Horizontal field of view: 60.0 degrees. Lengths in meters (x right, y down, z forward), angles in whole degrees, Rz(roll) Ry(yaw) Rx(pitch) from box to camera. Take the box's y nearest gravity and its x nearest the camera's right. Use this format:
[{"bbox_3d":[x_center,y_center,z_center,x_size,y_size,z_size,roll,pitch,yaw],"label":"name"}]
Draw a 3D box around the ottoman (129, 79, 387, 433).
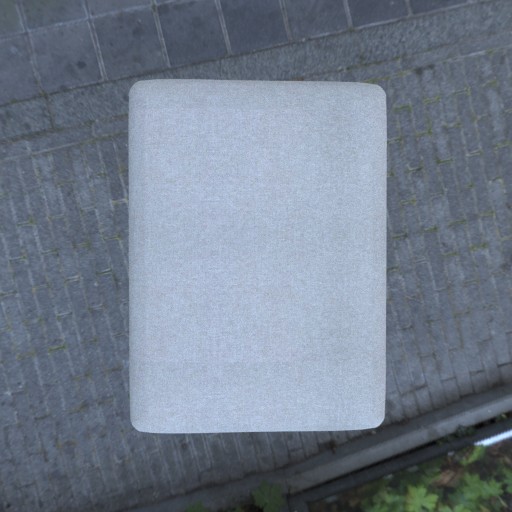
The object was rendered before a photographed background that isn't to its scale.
[{"bbox_3d":[0.000,0.000,1.210,0.610,0.478,0.823,0,91,-2],"label":"ottoman"}]
